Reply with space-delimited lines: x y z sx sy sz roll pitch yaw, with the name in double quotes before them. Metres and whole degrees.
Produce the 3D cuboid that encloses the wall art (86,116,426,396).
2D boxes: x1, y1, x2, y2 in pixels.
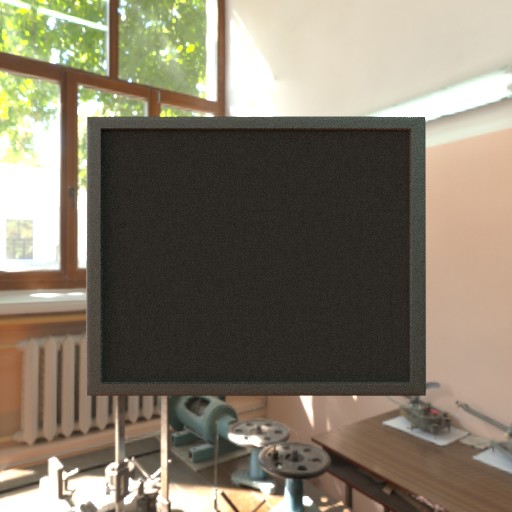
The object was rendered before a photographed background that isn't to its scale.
"wall art" 0.000 0.000 0.738 0.556 0.457 0.028 0 0 0
